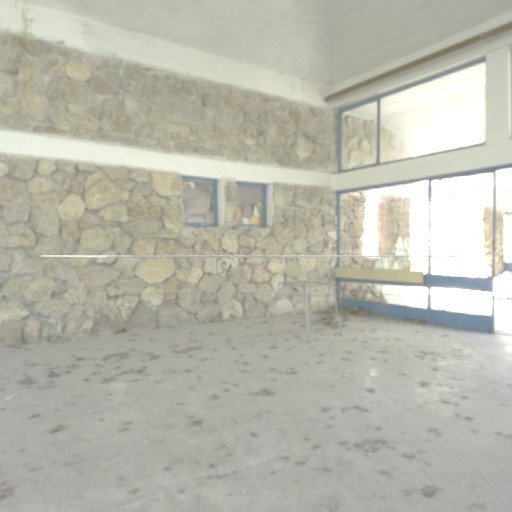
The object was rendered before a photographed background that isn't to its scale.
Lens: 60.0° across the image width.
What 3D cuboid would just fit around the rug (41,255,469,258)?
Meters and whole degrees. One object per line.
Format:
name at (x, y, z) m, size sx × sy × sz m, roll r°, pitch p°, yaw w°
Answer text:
rug at (0.000, 0.000, 2.834) m, size 2.284 × 0.008 × 1.522 m, roll 0°, pitch 0°, yaw -34°
